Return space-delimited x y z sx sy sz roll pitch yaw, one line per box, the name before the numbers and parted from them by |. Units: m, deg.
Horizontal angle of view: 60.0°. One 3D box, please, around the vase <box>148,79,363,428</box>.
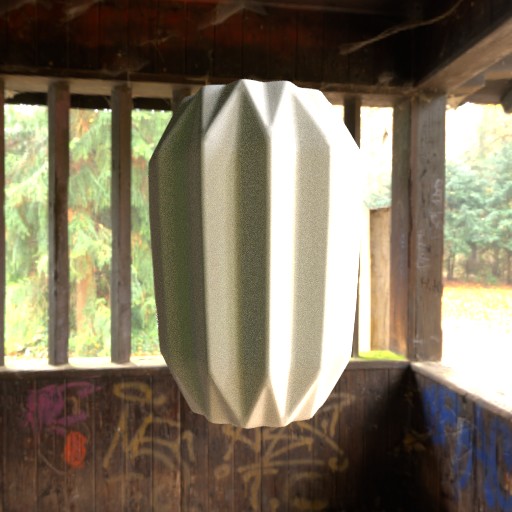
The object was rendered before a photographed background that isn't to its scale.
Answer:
vase | 0.000 0.000 0.408 0.195 0.275 0.195 0 1 0
